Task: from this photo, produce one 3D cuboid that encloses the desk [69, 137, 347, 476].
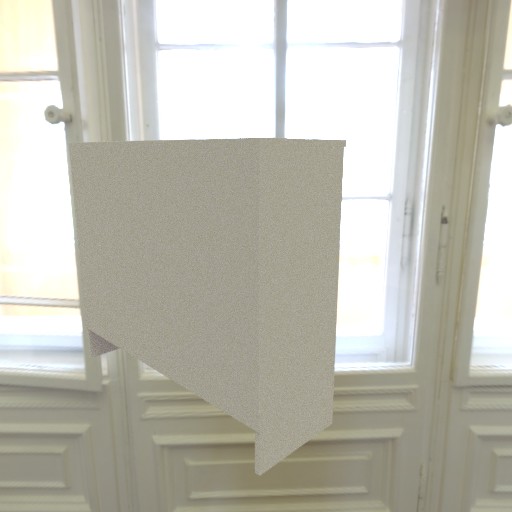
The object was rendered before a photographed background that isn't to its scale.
[{"bbox_3d":[0.000,0.000,1.652,0.940,0.818,0.926,13,18,43],"label":"desk"}]
